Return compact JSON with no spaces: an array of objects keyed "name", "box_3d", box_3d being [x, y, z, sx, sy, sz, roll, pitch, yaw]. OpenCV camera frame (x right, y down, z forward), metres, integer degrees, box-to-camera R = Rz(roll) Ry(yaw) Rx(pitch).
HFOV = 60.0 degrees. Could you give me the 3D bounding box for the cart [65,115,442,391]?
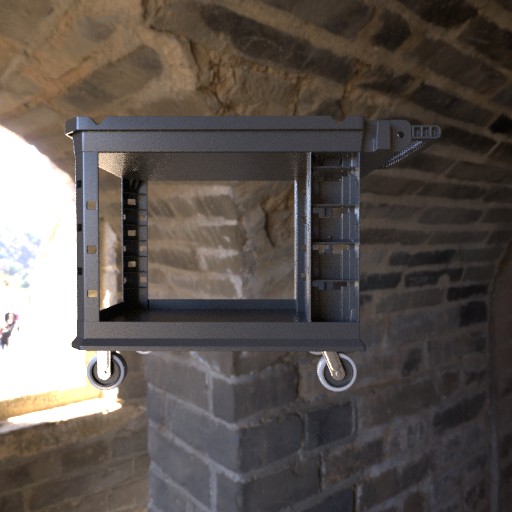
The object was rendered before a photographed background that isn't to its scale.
[{"name":"cart","box_3d":[0.000,0.000,1.721,1.239,0.884,0.674,0,1,1]}]
